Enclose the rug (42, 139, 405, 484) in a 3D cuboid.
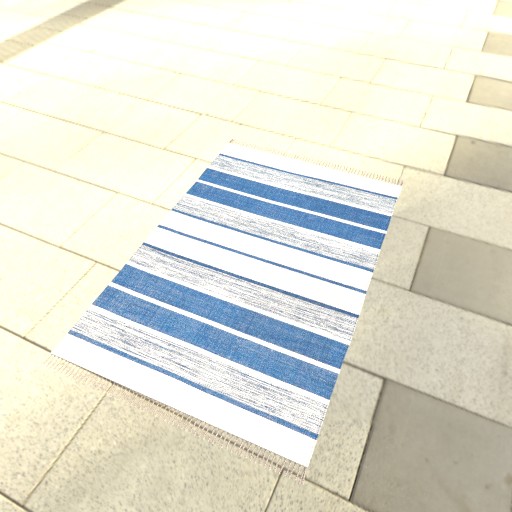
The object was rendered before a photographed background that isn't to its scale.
[{"bbox_3d":[0.000,0.000,2.992,1.532,0.010,2.441,18,50,16],"label":"rug"}]
